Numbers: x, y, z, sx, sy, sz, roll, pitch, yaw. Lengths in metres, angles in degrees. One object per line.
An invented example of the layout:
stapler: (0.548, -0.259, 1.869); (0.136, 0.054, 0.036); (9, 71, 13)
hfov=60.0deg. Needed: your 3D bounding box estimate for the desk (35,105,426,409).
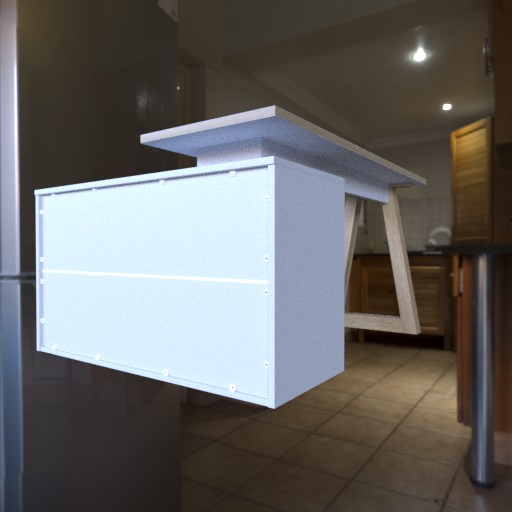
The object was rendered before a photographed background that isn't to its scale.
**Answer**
desk: (0.000, 0.000, 1.965); (1.098, 0.755, 1.404); (1, 1, 35)
